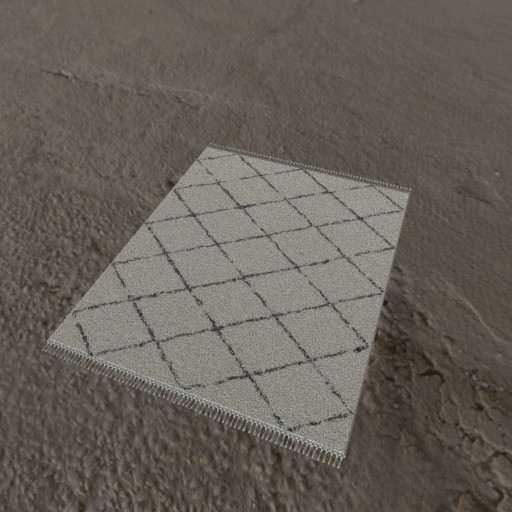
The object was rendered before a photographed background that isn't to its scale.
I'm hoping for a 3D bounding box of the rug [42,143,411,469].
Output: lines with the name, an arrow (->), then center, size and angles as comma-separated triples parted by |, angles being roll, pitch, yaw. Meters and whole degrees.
rug -> 0.000, 0.000, 4.079 | 2.380, 0.013, 3.051 | 16, 49, 14
